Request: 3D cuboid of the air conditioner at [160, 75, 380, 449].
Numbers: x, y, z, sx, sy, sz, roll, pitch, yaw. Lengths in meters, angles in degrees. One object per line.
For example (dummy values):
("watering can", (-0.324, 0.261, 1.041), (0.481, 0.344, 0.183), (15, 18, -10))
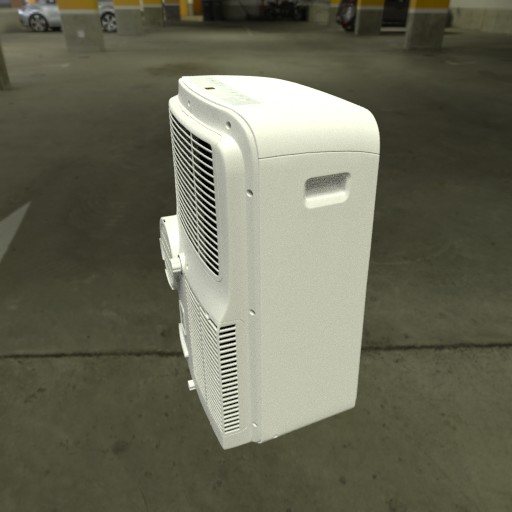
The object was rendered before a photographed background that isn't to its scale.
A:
("air conditioner", (0.000, 0.000, 0.963), (0.365, 0.700, 0.454), (-11, 32, -18))
